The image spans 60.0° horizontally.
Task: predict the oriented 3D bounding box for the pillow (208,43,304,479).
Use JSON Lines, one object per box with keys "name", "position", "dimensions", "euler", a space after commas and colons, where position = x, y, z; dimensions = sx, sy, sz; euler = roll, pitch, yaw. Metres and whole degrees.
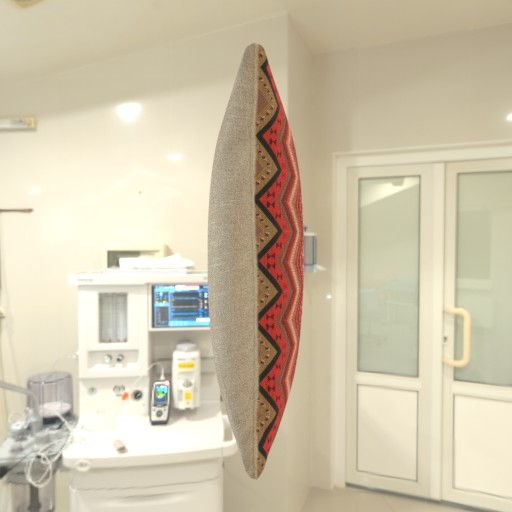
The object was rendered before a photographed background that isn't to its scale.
{"name": "pillow", "position": [0.000, 0.000, 0.768], "dimensions": [0.158, 0.511, 0.513], "euler": [0, 2, 0]}
